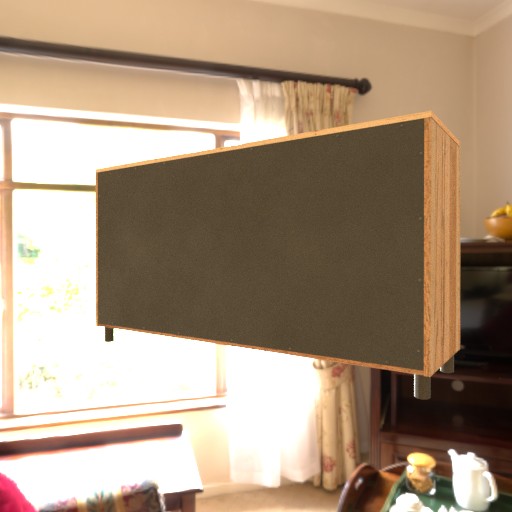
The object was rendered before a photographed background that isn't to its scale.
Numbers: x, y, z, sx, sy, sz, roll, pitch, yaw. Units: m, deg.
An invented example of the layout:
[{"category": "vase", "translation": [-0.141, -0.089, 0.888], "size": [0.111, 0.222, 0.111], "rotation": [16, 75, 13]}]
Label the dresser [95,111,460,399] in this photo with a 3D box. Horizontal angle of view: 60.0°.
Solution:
[{"category": "dresser", "translation": [0.000, 0.000, 1.900], "size": [1.547, 0.834, 0.487], "rotation": [0, 0, 35]}]
